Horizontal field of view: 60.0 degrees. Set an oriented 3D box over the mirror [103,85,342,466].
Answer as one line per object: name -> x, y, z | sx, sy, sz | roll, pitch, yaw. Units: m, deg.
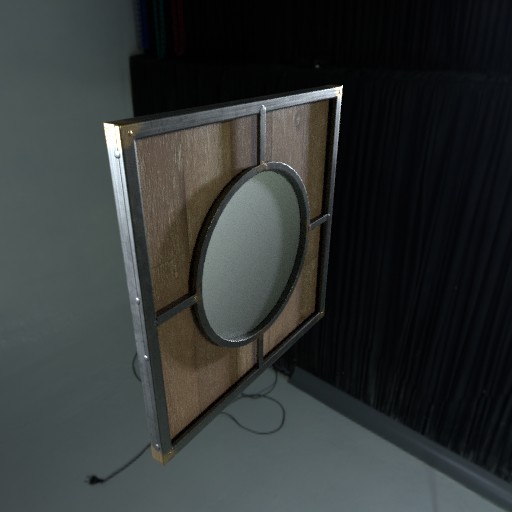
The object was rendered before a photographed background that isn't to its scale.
mirror -> 0.000, 0.000, 0.566 | 0.020, 0.381, 0.382 | 18, 31, 32
